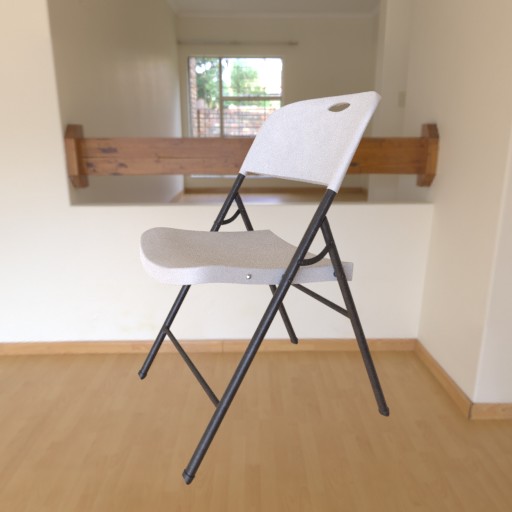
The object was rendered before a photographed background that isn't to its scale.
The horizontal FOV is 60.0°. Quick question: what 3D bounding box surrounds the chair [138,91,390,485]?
[{"bbox_3d":[0.000,0.000,1.150,0.566,0.810,0.494,-7,17,-25],"label":"chair"}]
